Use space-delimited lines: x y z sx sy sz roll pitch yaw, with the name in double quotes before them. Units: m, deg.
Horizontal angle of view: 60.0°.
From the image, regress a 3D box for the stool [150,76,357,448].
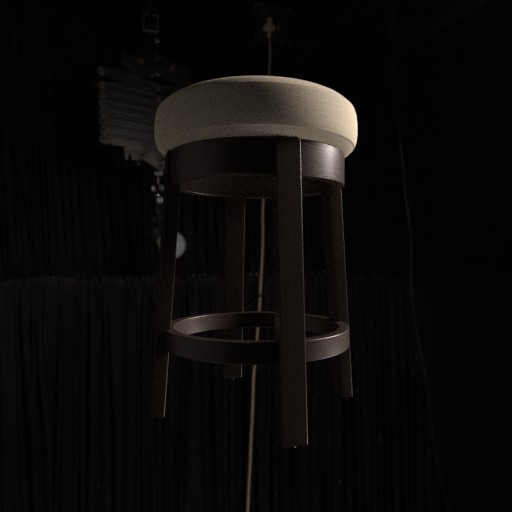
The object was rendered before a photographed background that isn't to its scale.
"stool" 0.000 0.000 0.965 0.449 0.655 0.449 0 1 0
